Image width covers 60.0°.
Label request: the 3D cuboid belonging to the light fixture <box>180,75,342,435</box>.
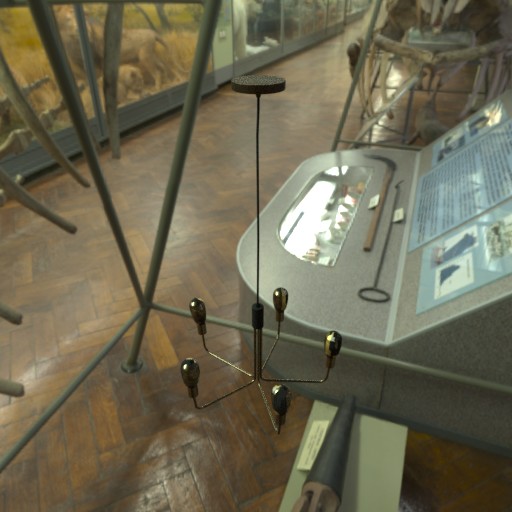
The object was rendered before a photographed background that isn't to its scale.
[{"bbox_3d":[0.000,0.000,1.399,0.588,1.059,0.532,11,33,17],"label":"light fixture"}]
